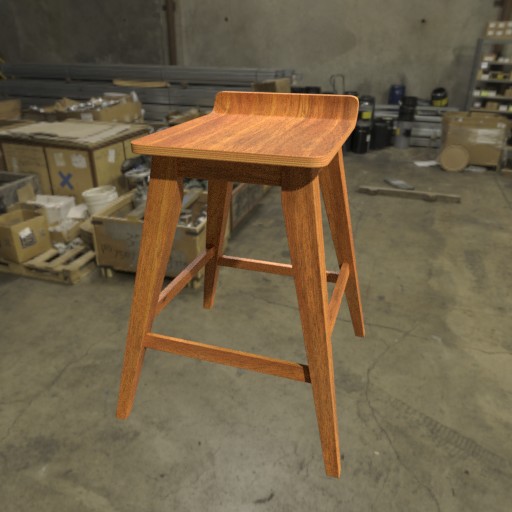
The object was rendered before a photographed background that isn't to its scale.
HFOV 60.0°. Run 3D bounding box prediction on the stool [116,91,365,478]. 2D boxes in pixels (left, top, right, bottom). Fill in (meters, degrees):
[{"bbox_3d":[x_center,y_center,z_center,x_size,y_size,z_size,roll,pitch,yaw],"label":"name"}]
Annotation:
[{"bbox_3d":[0.000,0.000,0.998,0.500,0.650,0.500,8,27,16],"label":"stool"}]
